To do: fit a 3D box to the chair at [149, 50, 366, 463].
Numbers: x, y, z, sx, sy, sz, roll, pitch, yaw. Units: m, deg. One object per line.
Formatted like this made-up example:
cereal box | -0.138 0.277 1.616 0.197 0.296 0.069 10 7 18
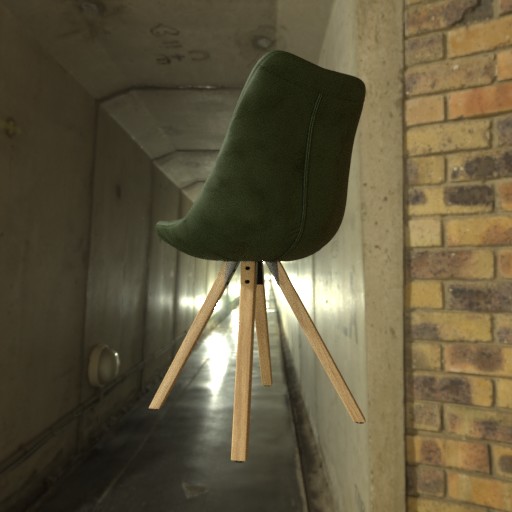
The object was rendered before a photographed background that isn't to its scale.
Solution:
chair | 0.000 0.000 1.210 0.483 0.865 0.547 0 -1 -36
